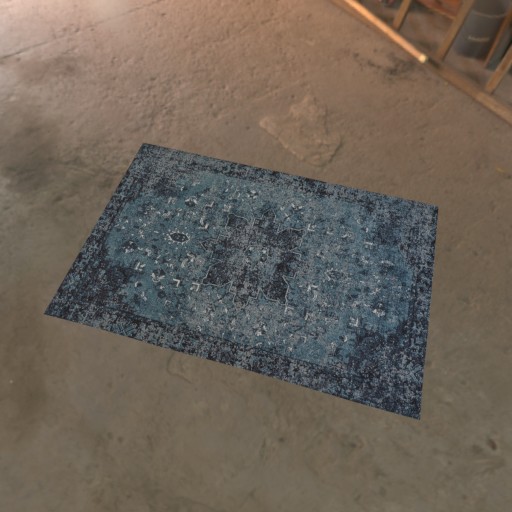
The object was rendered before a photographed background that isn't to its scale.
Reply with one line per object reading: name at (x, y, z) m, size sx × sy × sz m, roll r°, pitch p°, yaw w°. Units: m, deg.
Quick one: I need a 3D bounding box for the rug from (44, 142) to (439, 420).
rug at (0.000, 0.000, 2.359) m, size 1.828 × 0.005 × 1.219 m, roll 14°, pitch 60°, yaw 8°
